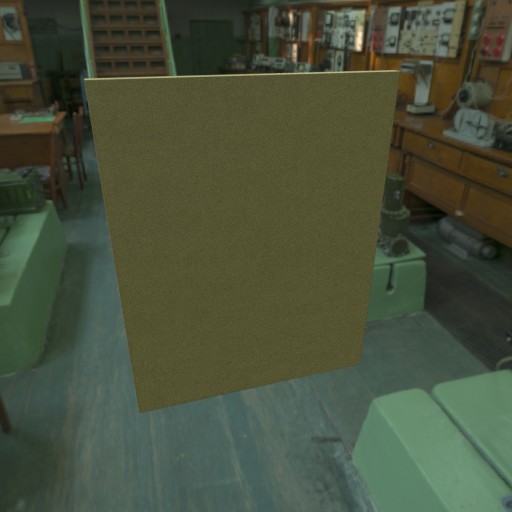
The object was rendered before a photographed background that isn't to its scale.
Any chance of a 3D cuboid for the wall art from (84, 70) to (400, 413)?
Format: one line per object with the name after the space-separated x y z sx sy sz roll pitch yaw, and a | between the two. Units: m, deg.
0.000 0.000 1.317 0.798 1.002 0.030 -8 28 -15 | wall art
